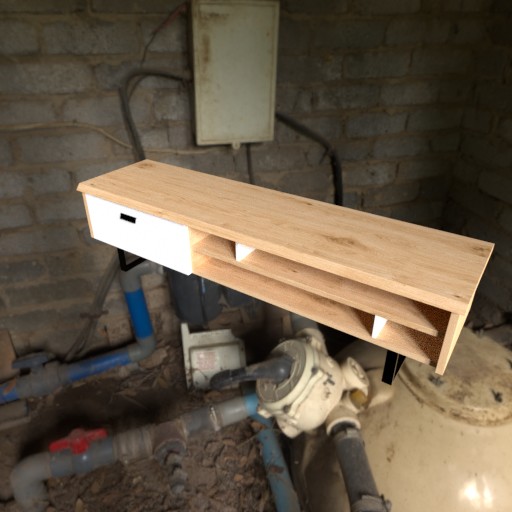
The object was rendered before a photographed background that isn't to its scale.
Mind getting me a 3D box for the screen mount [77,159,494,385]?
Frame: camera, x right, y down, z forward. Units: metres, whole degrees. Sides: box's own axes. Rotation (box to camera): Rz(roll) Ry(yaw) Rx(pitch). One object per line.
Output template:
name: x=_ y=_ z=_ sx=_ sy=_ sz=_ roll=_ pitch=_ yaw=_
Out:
screen mount: x=0.000 y=0.000 z=1.900 sx=1.700 sy=0.430 sz=0.450 roll=18 pitch=35 yaw=29
